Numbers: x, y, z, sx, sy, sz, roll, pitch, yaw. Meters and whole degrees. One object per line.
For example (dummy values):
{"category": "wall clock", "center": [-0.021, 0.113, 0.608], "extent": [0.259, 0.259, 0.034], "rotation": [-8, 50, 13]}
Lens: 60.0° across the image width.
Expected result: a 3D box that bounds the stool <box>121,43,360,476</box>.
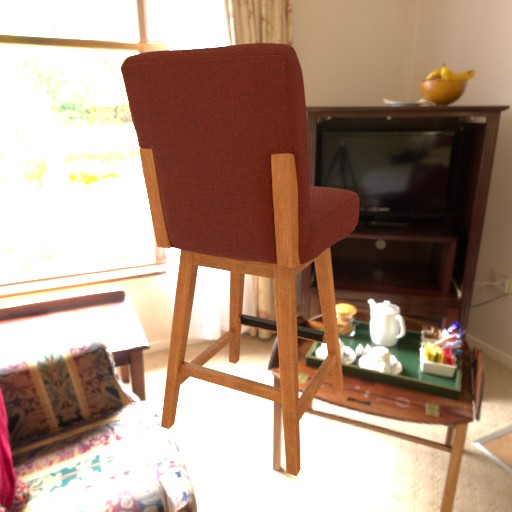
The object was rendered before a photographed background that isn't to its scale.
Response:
{"category": "stool", "center": [0.000, 0.000, 1.279], "extent": [0.468, 1.038, 0.562], "rotation": [8, 19, 25]}
